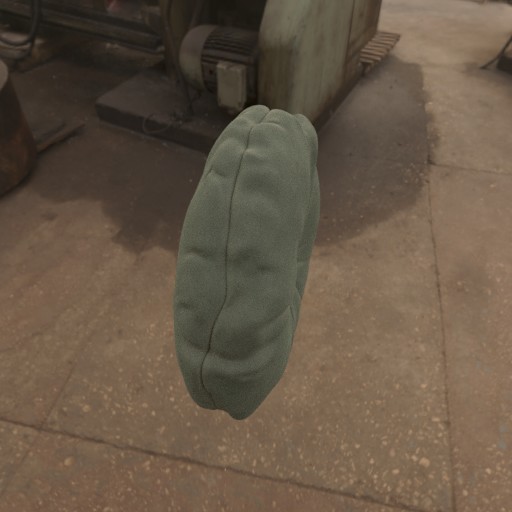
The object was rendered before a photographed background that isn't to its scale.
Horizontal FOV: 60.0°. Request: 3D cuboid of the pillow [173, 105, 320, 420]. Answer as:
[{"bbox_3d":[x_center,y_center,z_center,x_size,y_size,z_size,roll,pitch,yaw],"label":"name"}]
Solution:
[{"bbox_3d":[0.000,0.000,0.637,0.148,0.407,0.428,10,47,10],"label":"pillow"}]
